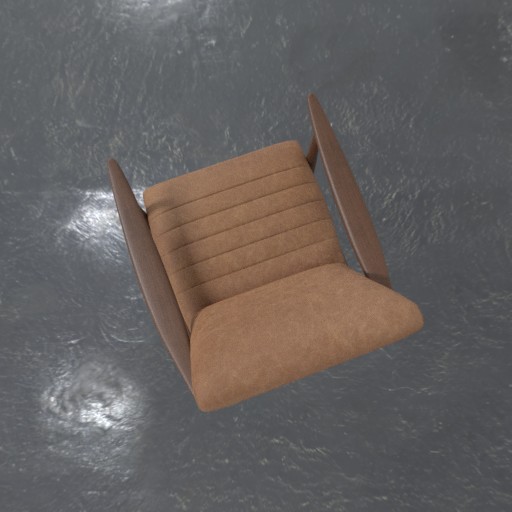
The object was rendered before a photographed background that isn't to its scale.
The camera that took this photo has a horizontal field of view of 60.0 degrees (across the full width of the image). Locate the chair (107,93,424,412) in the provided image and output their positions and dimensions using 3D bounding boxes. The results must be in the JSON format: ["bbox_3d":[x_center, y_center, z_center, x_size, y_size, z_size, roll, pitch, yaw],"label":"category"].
[{"bbox_3d":[0.000,0.000,1.473,0.741,0.832,0.798,-20,76,-5],"label":"chair"}]
